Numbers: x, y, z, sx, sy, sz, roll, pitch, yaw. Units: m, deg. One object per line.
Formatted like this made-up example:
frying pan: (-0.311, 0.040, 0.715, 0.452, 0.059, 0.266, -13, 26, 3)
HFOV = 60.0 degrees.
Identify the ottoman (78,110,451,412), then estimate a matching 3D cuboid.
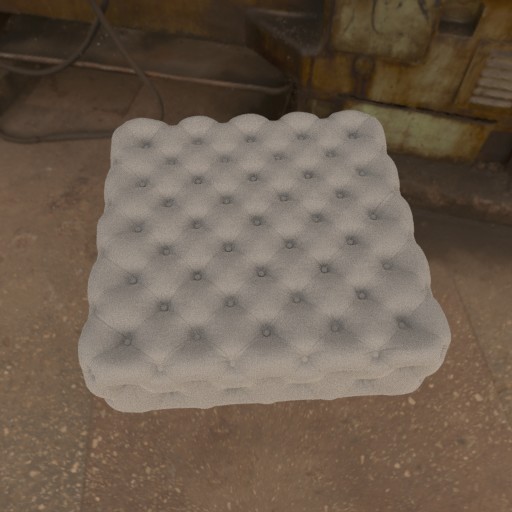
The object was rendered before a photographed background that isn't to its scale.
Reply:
ottoman: (0.000, 0.000, 1.410, 0.917, 0.439, 0.911, -3, 57, -2)
